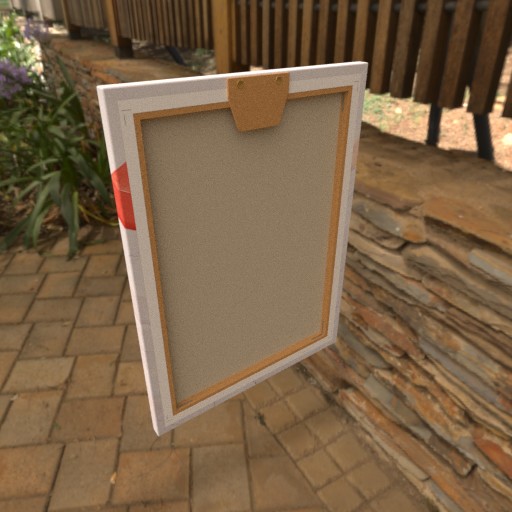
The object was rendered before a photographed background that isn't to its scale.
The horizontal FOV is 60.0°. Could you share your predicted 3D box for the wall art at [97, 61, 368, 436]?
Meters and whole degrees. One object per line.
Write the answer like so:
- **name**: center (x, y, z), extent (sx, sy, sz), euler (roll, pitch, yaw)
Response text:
- **wall art**: center (0.000, 0.000, 1.315), extent (0.759, 1.014, 0.045), euler (-19, 35, -30)
